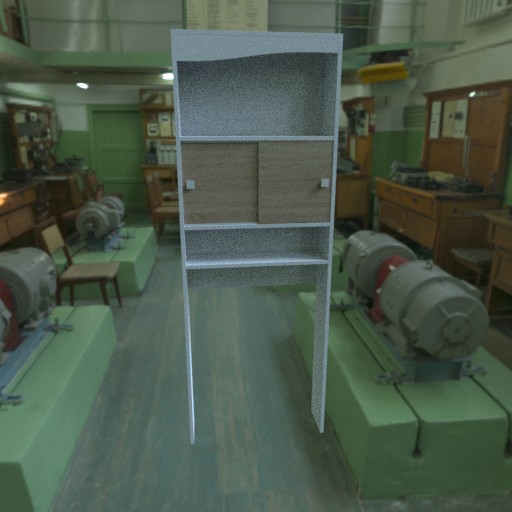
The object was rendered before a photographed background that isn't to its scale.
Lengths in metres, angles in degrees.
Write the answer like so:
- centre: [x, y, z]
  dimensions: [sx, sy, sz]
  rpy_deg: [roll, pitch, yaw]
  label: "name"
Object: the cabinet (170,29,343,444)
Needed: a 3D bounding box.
- centre: [0.000, 0.000, 1.958]
  dimensions: [0.643, 1.770, 0.192]
  rpy_deg: [-2, 16, -7]
  label: "cabinet"
